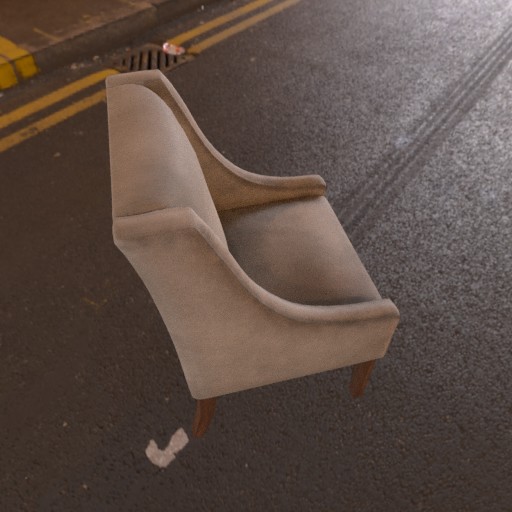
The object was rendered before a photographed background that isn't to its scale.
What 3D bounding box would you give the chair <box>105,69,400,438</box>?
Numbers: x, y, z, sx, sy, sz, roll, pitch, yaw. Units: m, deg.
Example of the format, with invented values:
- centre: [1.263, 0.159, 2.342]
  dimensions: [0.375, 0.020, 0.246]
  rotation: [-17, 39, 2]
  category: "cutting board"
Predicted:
- centre: [0.000, 0.000, 1.283]
  dimensions: [0.629, 0.895, 0.629]
  rotation: [-11, 48, -10]
  category: "chair"
